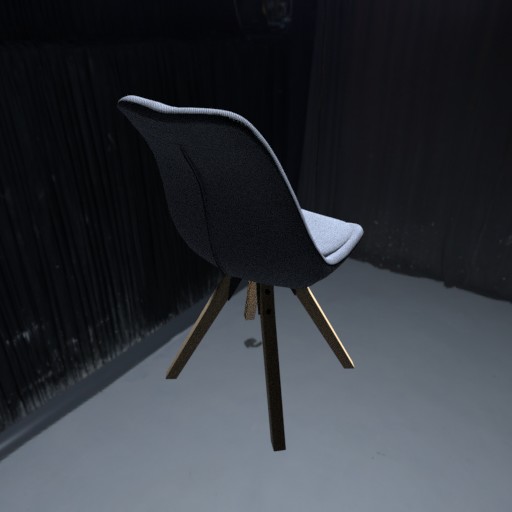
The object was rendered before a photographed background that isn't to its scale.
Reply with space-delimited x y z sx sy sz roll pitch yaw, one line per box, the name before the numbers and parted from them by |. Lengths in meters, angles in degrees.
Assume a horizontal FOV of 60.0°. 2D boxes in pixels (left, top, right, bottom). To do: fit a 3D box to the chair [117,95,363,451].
chair | 0.000 0.000 1.183 0.485 0.850 0.550 21 35 33
